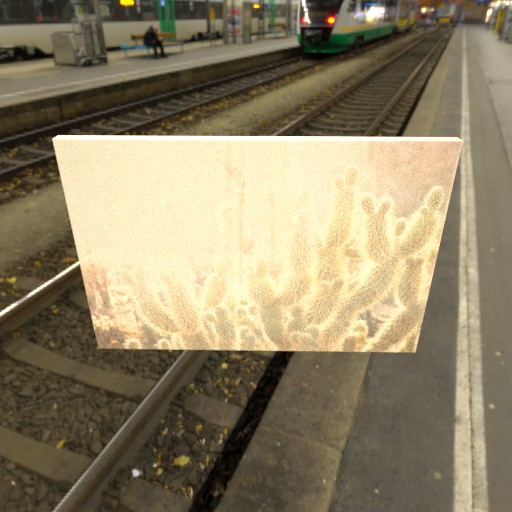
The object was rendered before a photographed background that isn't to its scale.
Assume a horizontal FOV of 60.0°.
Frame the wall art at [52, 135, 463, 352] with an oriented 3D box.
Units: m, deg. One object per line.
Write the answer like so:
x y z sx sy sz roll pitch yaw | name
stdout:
0.000 0.000 1.430 1.142 0.758 0.041 1 29 1 | wall art
